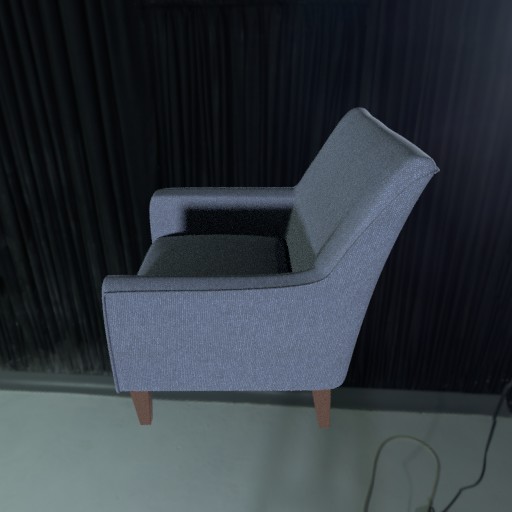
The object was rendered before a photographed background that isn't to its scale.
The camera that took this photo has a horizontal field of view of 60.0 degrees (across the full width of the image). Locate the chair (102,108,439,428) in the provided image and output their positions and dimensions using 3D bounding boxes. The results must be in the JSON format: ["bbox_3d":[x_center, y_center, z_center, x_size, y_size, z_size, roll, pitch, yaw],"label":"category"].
[{"bbox_3d":[0.000,0.000,1.599,0.899,0.919,0.780,0,27,0],"label":"chair"}]
